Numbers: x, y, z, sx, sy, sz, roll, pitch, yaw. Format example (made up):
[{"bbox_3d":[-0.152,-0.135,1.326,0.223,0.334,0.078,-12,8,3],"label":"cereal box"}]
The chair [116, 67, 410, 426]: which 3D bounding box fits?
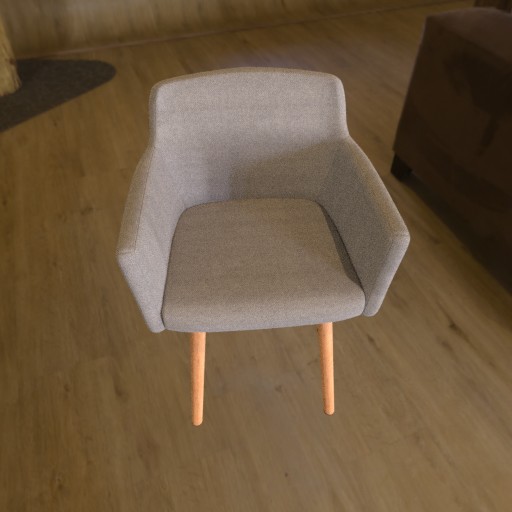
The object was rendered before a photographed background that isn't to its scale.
[{"bbox_3d":[0.000,0.000,1.162,0.570,0.780,0.540,-4,45,-4],"label":"chair"}]
